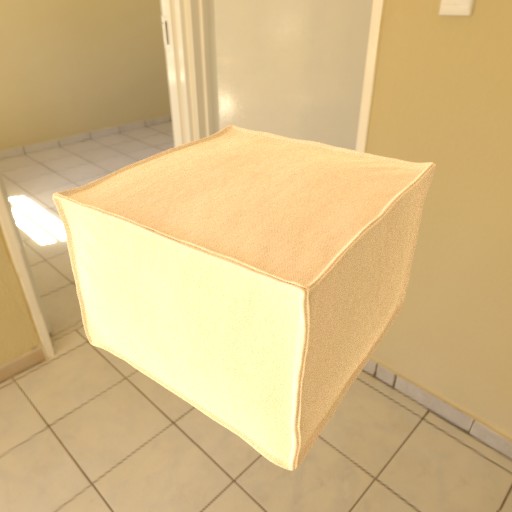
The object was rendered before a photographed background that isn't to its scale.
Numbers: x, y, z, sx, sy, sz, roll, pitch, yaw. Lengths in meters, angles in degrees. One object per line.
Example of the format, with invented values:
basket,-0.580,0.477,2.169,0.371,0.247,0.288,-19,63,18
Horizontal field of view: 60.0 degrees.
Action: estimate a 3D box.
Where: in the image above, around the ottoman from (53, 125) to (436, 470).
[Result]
ottoman,0.000,0.000,1.169,0.696,0.470,0.707,20,37,29
